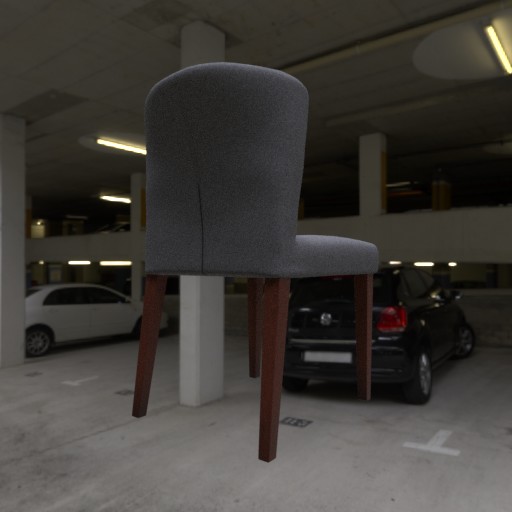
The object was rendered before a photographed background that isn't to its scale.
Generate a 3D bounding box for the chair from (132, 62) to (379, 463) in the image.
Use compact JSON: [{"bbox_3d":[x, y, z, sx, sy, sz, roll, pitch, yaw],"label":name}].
[{"bbox_3d":[0.000,0.000,1.224,0.491,0.839,0.592,0,-1,37],"label":"chair"}]
